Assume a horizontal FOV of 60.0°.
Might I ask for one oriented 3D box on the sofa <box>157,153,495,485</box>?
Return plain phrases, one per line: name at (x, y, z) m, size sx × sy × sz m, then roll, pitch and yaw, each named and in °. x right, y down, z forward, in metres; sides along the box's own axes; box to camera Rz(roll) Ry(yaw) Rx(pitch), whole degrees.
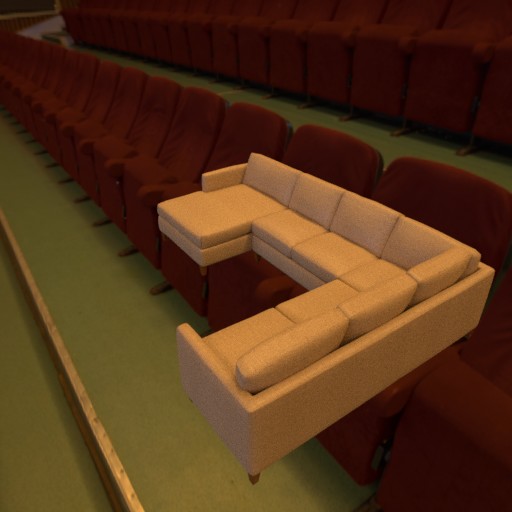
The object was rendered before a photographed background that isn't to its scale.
sofa at (0.000, 0.000, 4.429) m, size 2.594 × 0.961 × 3.460 m, roll -20°, pitch 36°, yaw -30°
